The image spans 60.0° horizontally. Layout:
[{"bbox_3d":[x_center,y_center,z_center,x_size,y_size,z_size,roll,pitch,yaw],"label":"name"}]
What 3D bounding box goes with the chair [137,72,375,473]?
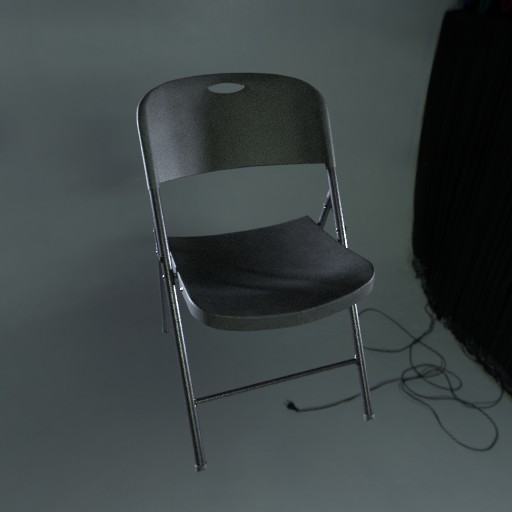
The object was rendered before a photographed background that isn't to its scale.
[{"bbox_3d":[0.000,0.000,1.150,0.494,0.810,0.566,-10,32,-16],"label":"chair"}]
